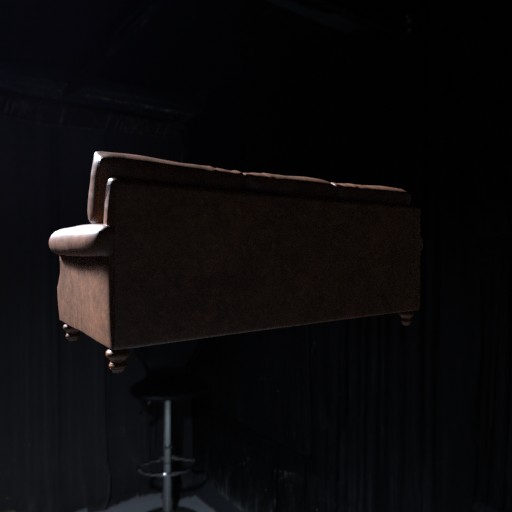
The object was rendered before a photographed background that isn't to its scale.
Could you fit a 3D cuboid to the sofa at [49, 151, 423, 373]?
[{"bbox_3d":[0.000,0.000,2.850,2.351,0.977,0.973,-1,1,-36],"label":"sofa"}]
